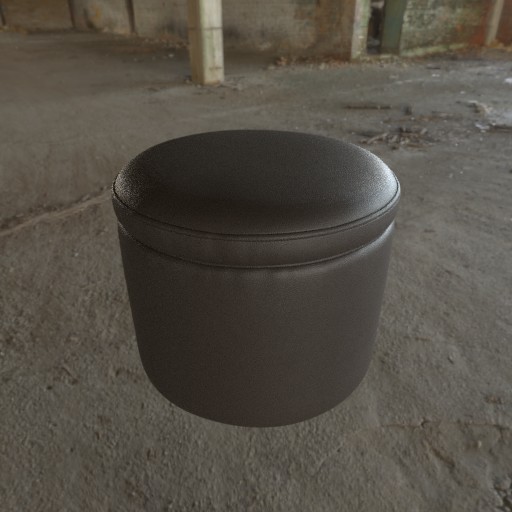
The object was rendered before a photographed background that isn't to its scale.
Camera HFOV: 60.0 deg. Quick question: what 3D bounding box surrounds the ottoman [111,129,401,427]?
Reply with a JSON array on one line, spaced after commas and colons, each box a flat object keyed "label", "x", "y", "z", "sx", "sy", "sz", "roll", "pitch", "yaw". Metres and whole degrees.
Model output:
[{"label": "ottoman", "x": 0.000, "y": 0.000, "z": 0.871, "sx": 0.500, "sy": 0.409, "sz": 0.500, "roll": 0, "pitch": 30, "yaw": 0}]
